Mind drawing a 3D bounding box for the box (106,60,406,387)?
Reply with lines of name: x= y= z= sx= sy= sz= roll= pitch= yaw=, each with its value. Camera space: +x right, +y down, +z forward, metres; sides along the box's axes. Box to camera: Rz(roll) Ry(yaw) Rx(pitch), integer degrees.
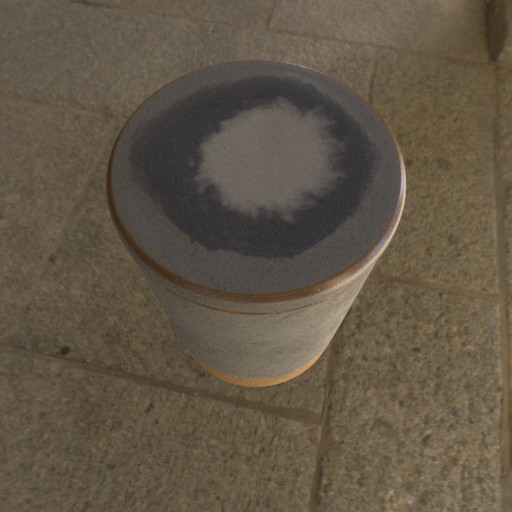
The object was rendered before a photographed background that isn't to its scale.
box: x=0.000 y=0.000 z=0.247 sx=0.118 sy=0.168 sz=0.118 roll=0 pitch=64 yaw=0
